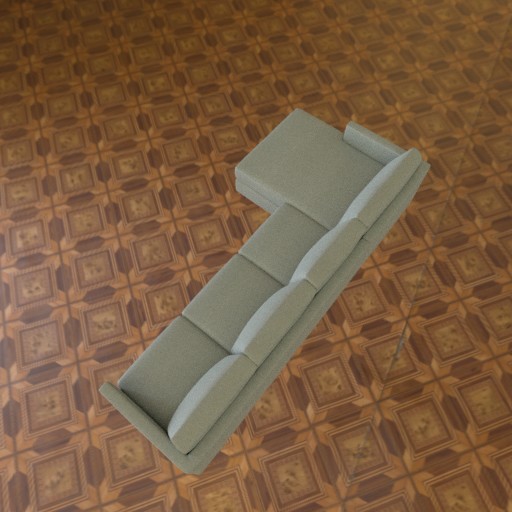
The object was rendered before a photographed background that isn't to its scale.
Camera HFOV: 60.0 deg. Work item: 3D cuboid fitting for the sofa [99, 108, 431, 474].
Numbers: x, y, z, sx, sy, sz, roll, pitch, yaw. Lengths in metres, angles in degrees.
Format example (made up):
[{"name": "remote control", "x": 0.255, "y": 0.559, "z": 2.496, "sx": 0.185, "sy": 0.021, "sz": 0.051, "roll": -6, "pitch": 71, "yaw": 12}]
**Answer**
[{"name": "sofa", "x": 0.000, "y": 0.000, "z": 4.115, "sx": 1.600, "sy": 0.953, "sz": 3.470, "roll": 36, "pitch": 68, "yaw": 16}]
